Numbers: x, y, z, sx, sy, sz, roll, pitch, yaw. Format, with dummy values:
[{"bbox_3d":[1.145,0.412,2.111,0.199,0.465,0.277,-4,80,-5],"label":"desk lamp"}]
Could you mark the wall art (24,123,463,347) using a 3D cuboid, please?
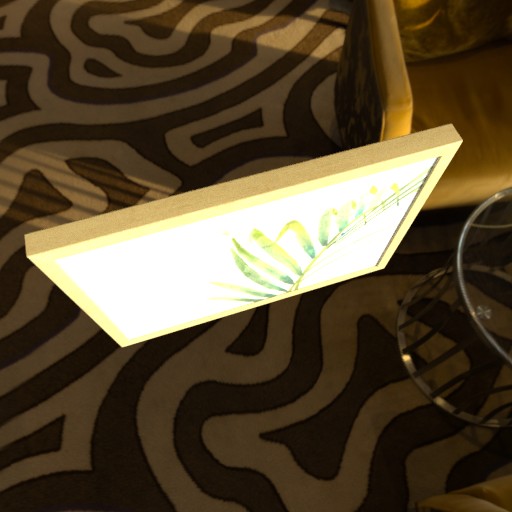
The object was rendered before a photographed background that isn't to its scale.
[{"bbox_3d":[0.000,0.000,0.694,0.533,0.381,0.032,-16,65,-8],"label":"wall art"}]
